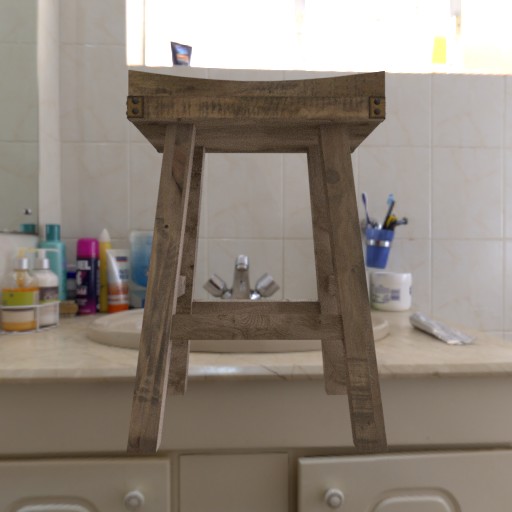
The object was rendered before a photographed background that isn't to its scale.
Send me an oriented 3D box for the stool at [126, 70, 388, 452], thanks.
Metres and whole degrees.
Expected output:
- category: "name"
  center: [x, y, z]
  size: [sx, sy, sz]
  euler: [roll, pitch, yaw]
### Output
- category: "stool"
  center: [0.000, 0.000, 0.882]
  size: [0.450, 0.635, 0.330]
  euler: [0, 0, 0]
